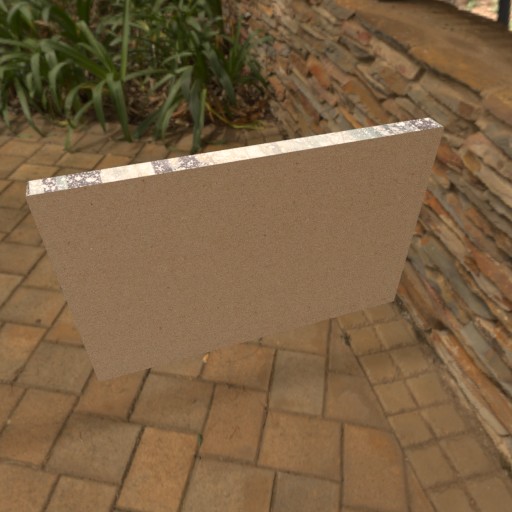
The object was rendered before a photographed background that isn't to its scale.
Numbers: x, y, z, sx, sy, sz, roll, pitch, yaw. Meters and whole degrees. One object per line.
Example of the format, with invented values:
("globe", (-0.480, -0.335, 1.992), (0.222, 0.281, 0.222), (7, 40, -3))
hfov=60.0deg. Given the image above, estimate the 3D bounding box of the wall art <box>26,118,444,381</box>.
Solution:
("wall art", (0.000, 0.000, 0.768), (0.618, 0.398, 0.042), (-12, 42, -14))
